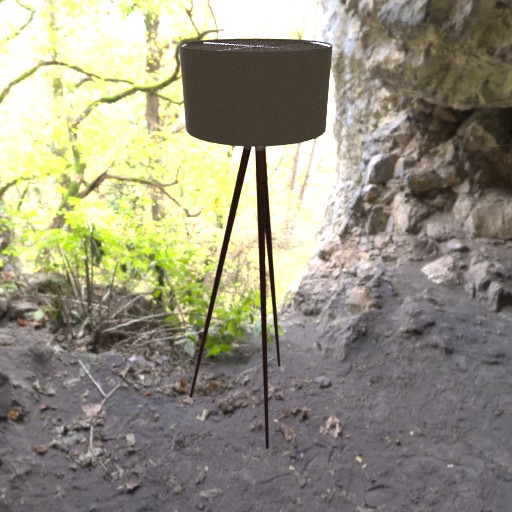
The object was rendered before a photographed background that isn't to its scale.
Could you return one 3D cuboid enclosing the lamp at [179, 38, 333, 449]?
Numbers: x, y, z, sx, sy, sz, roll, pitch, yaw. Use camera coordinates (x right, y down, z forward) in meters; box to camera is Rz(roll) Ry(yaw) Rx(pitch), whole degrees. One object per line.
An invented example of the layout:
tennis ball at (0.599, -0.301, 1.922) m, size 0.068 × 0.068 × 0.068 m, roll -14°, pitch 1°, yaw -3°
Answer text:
lamp at (0.000, 0.000, 1.794) m, size 0.483 × 1.553 × 0.483 m, roll 21°, pitch 36°, yaw 32°
